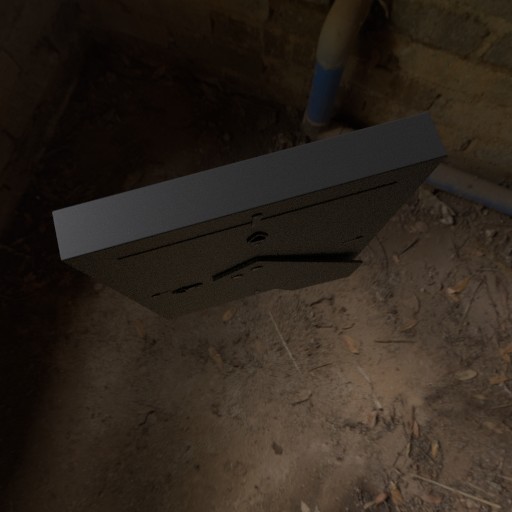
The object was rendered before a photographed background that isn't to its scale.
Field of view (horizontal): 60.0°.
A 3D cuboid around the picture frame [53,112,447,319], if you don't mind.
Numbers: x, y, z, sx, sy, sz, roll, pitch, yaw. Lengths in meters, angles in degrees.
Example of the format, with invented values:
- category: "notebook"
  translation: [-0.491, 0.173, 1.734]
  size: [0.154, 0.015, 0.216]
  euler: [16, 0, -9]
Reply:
- category: "picture frame"
  translation: [0.000, 0.000, 0.275]
  size: [0.157, 0.208, 0.028]
  euler: [-16, 76, -4]
